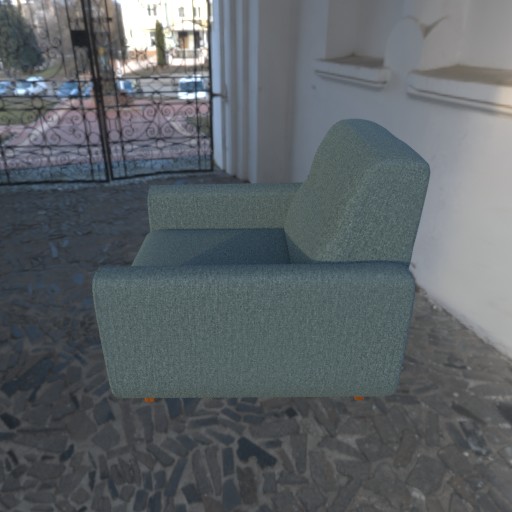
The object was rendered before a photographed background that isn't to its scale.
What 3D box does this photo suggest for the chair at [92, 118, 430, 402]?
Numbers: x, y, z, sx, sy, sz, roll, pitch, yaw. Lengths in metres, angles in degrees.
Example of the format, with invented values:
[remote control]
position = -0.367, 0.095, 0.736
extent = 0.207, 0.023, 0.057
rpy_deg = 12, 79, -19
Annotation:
[chair]
position = 0.000, 0.000, 1.684
extent = 0.964, 0.940, 0.880
rpy_deg = 0, 27, -1
